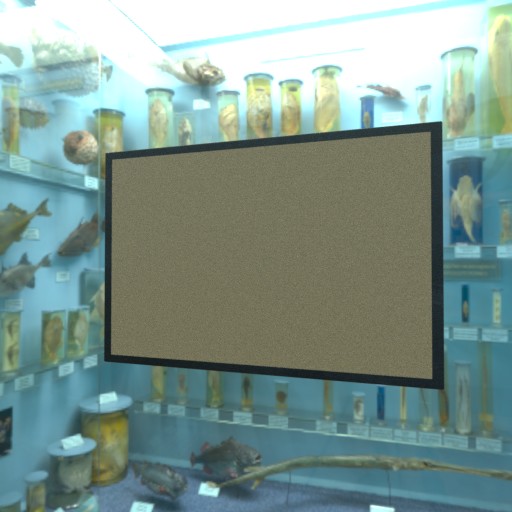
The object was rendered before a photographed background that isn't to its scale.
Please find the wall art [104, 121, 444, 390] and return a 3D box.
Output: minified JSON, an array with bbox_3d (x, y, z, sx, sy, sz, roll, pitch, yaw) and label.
[{"bbox_3d":[0.000,0.000,0.784,0.610,0.409,0.038,0,-1,19],"label":"wall art"}]
